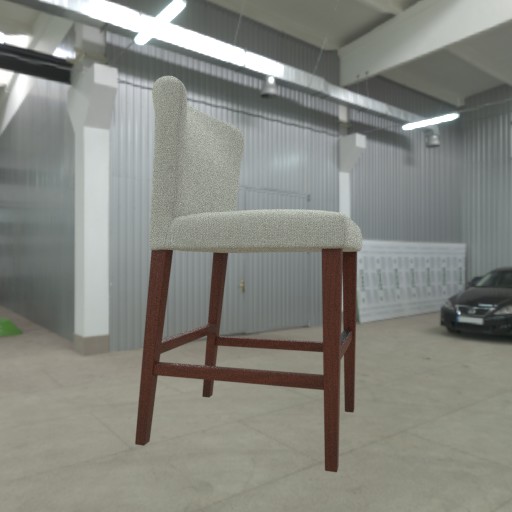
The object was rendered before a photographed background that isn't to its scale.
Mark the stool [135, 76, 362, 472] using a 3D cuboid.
[{"bbox_3d":[0.000,0.000,1.273,0.568,0.969,0.481,0,-1,17],"label":"stool"}]
